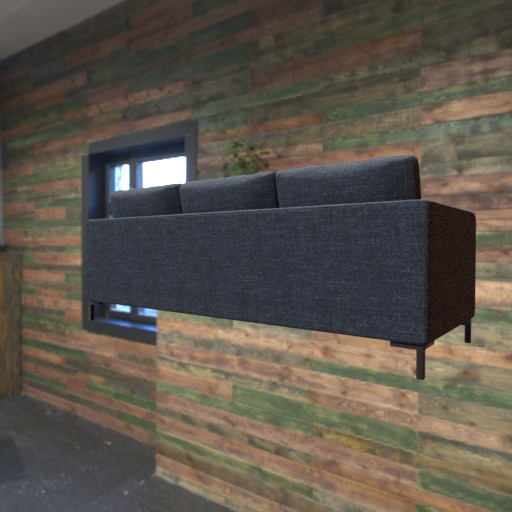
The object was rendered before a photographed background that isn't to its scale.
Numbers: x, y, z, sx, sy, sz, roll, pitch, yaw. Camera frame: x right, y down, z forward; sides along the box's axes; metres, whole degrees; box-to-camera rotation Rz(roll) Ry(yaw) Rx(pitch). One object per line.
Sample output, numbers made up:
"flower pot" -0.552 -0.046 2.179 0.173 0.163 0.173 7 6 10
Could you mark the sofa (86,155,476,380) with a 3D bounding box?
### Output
"sofa" 0.000 0.000 2.611 2.218 0.874 0.859 1 2 37
